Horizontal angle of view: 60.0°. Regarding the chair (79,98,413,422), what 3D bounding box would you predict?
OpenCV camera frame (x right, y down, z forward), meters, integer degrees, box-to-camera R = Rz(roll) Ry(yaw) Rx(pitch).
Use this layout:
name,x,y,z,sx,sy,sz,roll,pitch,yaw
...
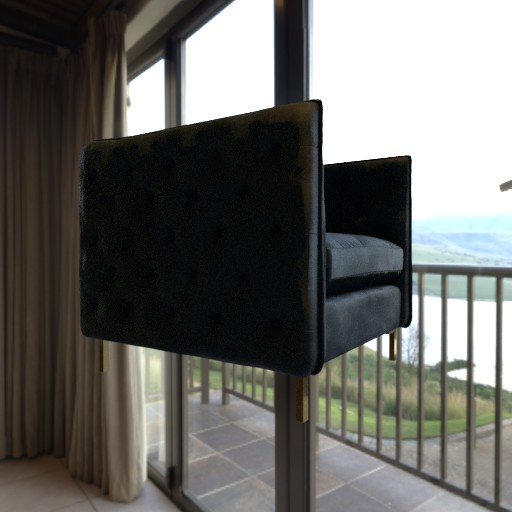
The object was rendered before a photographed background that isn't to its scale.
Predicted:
name,x,y,z,sx,sy,sz,roll,pitch,yaw
chair,0.000,0.000,1.553,0.877,0.771,0.868,1,1,34
